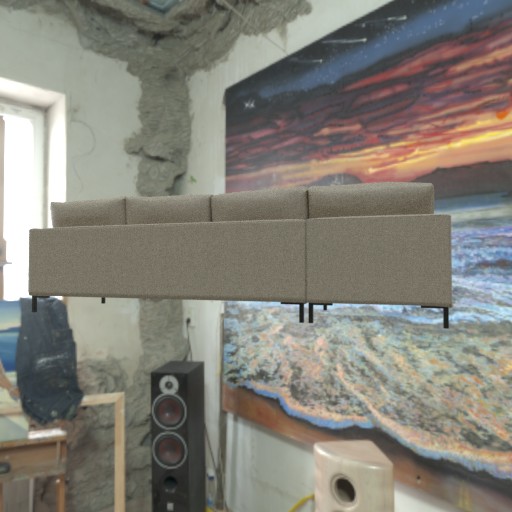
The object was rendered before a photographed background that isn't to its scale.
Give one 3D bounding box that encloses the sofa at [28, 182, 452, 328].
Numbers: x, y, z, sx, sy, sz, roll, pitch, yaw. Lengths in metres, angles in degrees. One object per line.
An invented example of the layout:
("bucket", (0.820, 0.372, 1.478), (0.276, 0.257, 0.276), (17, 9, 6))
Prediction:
("sofa", (0.000, 0.000, 3.099), (2.423, 0.703, 1.617), (0, -1, 18))
